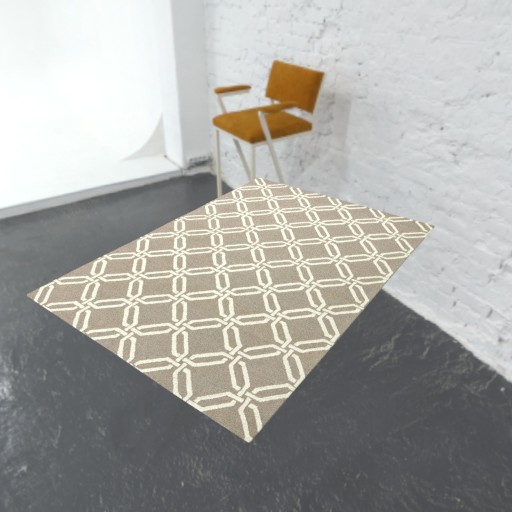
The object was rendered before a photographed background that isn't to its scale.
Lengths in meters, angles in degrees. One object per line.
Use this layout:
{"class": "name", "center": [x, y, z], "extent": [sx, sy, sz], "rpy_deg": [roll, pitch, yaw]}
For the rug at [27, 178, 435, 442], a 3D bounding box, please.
{"class": "rug", "center": [0.000, 0.000, 4.385], "extent": [2.441, 0.020, 3.419], "rpy_deg": [21, 37, 31]}
